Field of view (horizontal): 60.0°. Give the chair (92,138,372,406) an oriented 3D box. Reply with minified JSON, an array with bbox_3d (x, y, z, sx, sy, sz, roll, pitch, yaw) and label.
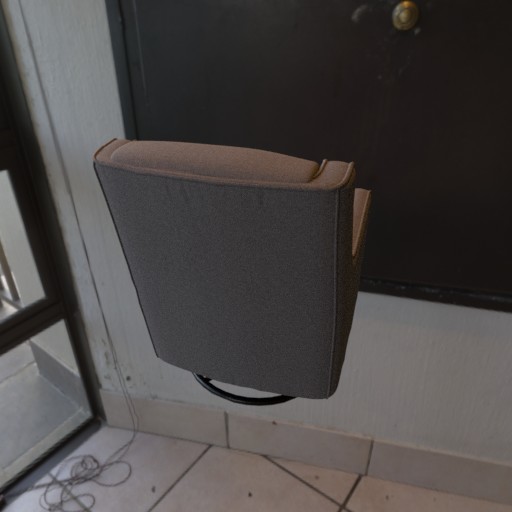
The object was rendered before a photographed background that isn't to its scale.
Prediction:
[{"bbox_3d":[0.000,0.000,1.625,0.732,0.993,0.879,9,32,15],"label":"chair"}]
